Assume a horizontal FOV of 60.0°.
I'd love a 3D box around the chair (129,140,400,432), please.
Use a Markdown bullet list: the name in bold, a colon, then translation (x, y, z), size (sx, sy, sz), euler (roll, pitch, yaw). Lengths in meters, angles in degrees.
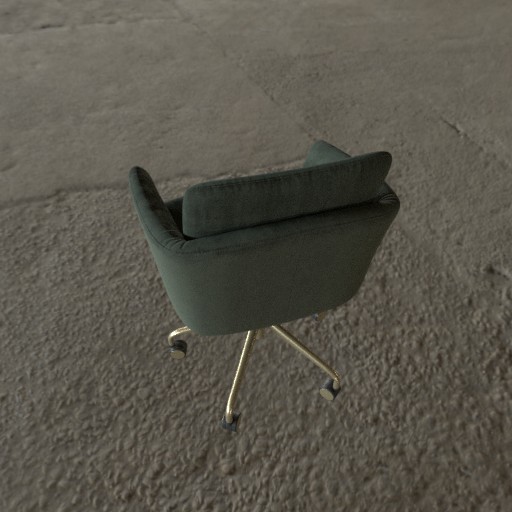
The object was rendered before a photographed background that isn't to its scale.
- **chair**: translation (0.000, 0.000, 1.351), size (0.641, 0.908, 0.635), euler (-13, 43, -14)
